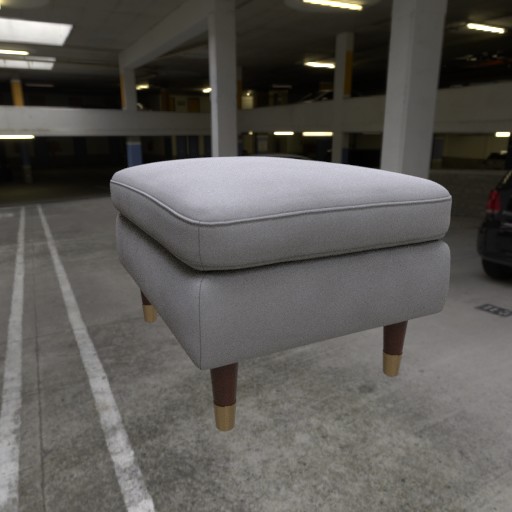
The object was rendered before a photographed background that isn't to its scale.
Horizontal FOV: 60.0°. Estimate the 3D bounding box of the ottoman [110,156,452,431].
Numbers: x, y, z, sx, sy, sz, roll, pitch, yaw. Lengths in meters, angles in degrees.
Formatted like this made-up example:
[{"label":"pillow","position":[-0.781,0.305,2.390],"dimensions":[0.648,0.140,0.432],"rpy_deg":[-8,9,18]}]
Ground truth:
[{"label":"ottoman","position":[0.000,0.000,1.110],"dimensions":[0.593,0.478,0.747],"rpy_deg":[-8,18,-26]}]
